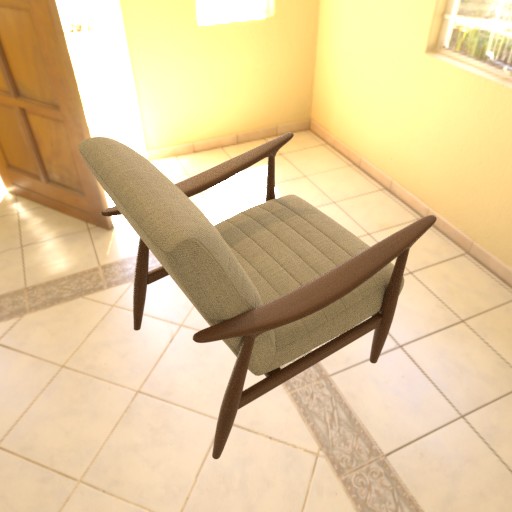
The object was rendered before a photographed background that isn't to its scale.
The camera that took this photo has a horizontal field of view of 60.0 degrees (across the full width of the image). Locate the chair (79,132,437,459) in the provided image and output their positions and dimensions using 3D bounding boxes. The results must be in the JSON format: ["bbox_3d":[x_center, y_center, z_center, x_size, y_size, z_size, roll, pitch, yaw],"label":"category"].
[{"bbox_3d":[0.000,0.000,1.431,0.798,0.832,0.741,-24,46,-26],"label":"chair"}]
